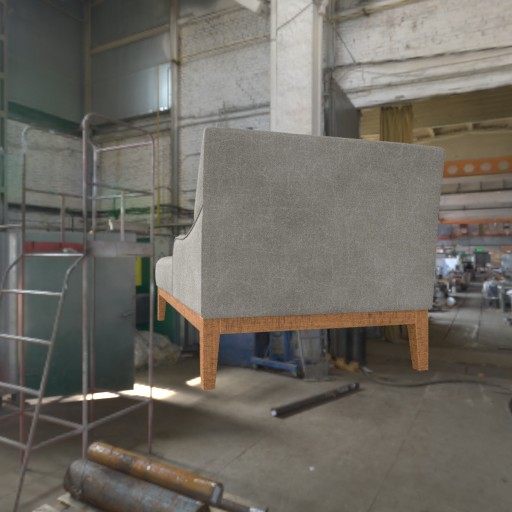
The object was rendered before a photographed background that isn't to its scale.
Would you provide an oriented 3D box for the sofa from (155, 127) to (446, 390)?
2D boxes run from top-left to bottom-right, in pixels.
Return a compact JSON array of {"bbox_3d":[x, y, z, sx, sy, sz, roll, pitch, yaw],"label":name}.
[{"bbox_3d":[0.000,0.000,2.306,0.894,0.859,1.779,0,0,-17],"label":"sofa"}]
